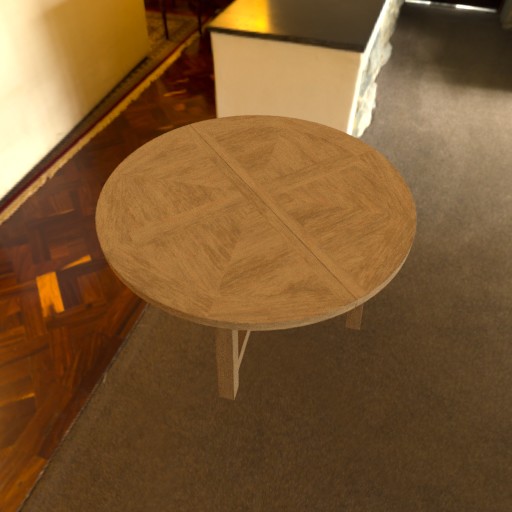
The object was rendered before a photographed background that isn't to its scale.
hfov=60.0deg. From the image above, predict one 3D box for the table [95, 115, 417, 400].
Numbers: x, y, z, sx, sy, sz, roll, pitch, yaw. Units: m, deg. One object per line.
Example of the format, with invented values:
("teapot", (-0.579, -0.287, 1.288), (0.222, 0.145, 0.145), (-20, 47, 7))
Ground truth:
("table", (0.000, 0.000, 2.152), (1.319, 0.762, 1.319), (0, 47, 0))
